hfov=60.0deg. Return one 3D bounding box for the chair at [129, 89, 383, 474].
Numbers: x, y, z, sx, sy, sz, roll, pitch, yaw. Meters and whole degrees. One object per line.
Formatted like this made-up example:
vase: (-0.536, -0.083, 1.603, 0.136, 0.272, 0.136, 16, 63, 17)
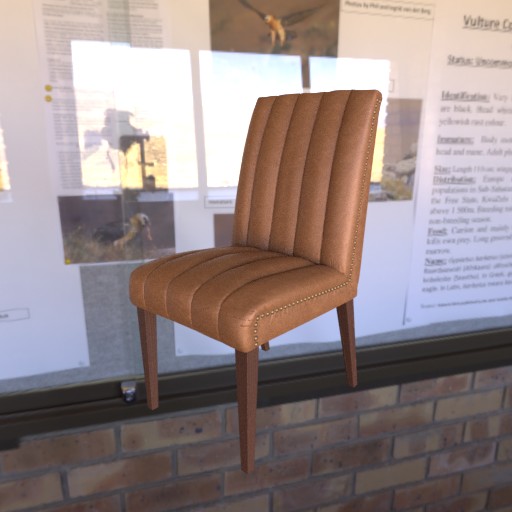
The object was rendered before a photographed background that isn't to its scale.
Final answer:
chair: (0.000, 0.000, 1.401, 0.511, 1.016, 0.647, 13, 20, 40)
